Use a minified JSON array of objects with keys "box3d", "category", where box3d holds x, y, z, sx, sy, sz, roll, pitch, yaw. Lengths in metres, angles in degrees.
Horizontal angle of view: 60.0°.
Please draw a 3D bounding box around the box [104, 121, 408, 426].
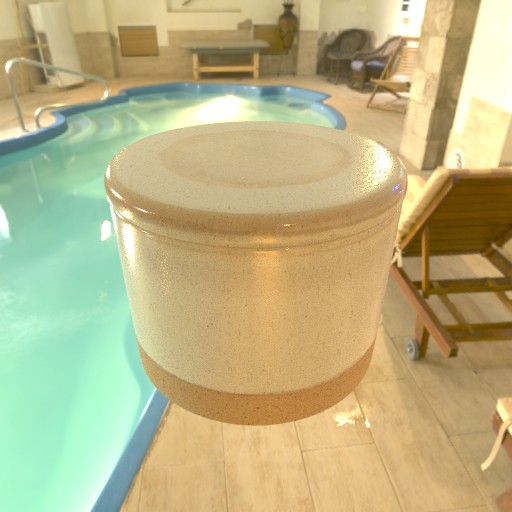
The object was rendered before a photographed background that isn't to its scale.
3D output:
[{"box3d":[0.000,0.000,0.262,0.154,0.123,0.154,0,30,0],"category":"box"}]
